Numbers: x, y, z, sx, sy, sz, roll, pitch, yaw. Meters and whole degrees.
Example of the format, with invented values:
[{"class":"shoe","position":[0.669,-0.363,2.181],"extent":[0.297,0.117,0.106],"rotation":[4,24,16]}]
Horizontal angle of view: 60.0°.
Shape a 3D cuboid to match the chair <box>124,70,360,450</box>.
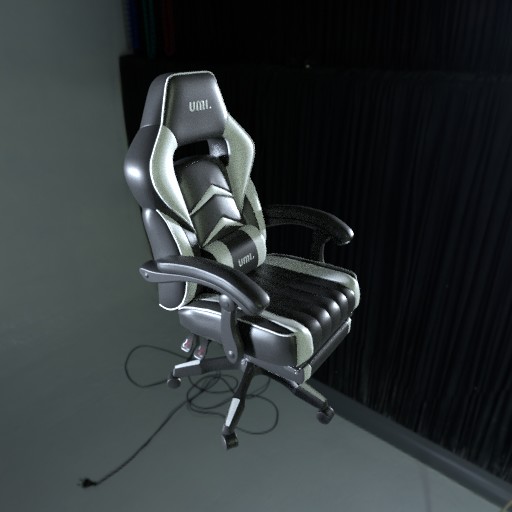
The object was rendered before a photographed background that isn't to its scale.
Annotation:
[{"class":"chair","position":[0.000,0.000,1.584],"extent":[0.700,1.200,0.676],"rotation":[17,31,31]}]
